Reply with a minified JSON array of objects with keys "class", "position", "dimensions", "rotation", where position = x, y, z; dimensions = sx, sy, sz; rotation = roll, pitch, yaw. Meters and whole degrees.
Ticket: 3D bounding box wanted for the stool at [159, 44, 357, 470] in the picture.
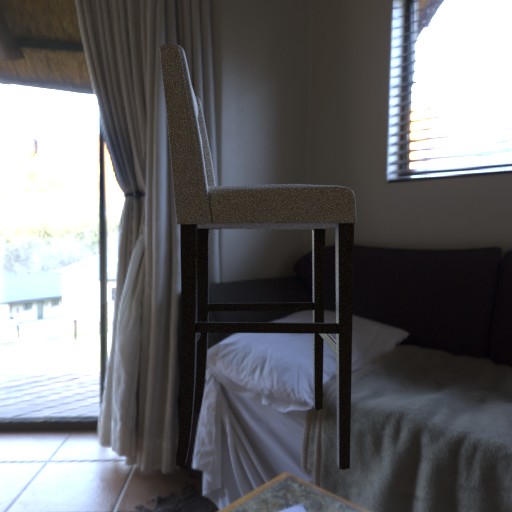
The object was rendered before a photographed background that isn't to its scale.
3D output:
[{"class":"stool","position":[0.000,0.000,1.367],"dimensions":[0.509,1.116,0.474],"rotation":[0,1,-1]}]
